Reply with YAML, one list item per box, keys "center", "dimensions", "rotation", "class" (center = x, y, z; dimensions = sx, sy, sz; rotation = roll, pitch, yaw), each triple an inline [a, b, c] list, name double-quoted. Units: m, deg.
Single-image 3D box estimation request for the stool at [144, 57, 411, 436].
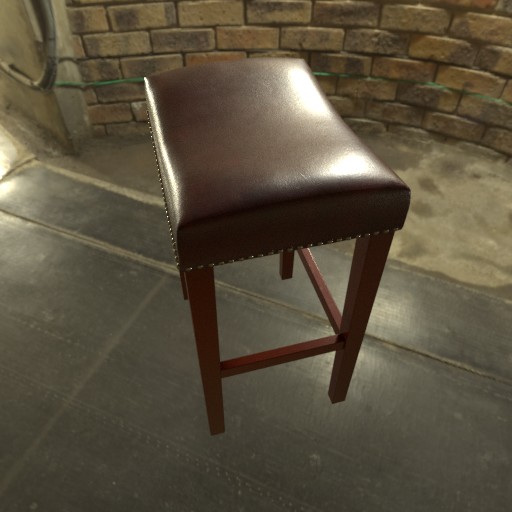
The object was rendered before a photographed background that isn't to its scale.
- center: [0.000, 0.000, 1.045]
  dimensions: [0.372, 0.742, 0.504]
  rotation: [-11, 47, -10]
  class: "stool"
